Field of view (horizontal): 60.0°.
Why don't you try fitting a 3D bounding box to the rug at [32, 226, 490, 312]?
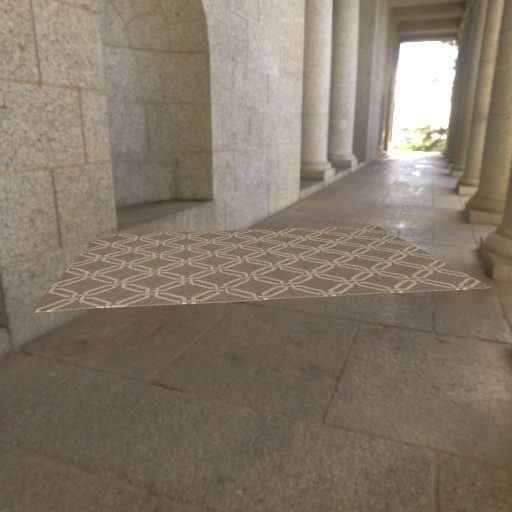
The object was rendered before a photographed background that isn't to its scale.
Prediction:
[{"bbox_3d":[0.000,0.000,2.190,1.748,0.010,1.142,-2,17,-8],"label":"rug"}]
